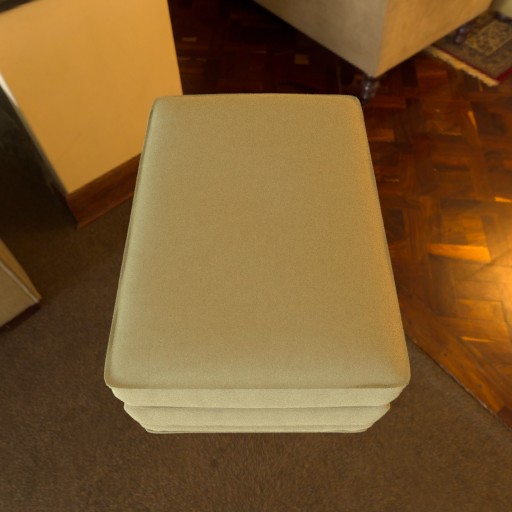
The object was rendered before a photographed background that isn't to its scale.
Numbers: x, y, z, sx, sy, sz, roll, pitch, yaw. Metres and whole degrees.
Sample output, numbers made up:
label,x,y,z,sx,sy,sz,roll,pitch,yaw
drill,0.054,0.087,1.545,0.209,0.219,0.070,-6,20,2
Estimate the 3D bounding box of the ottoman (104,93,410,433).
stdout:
label,x,y,z,sx,sy,sz,roll,pitch,yaw
ottoman,0.000,0.000,1.198,0.611,0.482,0.848,0,58,0
